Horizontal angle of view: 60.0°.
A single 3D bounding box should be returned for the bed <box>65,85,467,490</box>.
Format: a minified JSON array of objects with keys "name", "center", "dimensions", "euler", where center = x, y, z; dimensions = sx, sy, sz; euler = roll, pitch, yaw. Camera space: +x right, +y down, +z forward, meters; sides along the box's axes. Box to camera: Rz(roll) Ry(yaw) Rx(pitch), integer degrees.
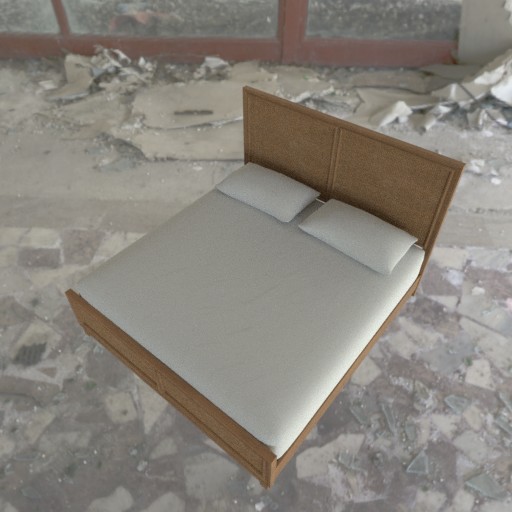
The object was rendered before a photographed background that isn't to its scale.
[{"name":"bed","center":[0.000,0.000,3.422],"dimensions":[2.003,1.387,2.184],"euler":[30,52,27]}]
